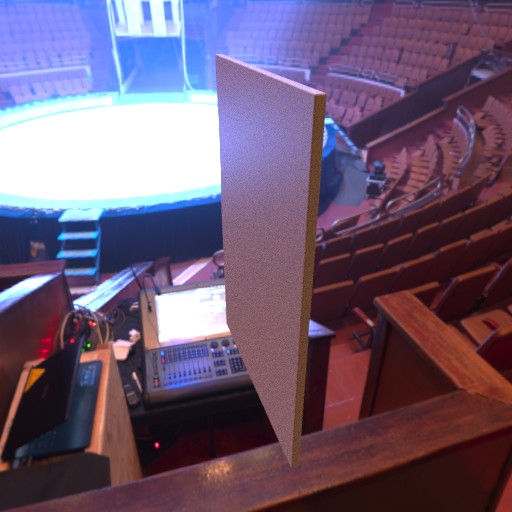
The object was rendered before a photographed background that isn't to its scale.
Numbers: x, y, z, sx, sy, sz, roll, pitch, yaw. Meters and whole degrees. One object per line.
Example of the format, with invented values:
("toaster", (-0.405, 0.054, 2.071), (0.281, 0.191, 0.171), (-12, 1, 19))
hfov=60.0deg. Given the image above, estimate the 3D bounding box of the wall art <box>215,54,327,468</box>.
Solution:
("wall art", (0.000, 0.000, 0.614), (0.011, 0.482, 0.329), (-10, 31, -16))
